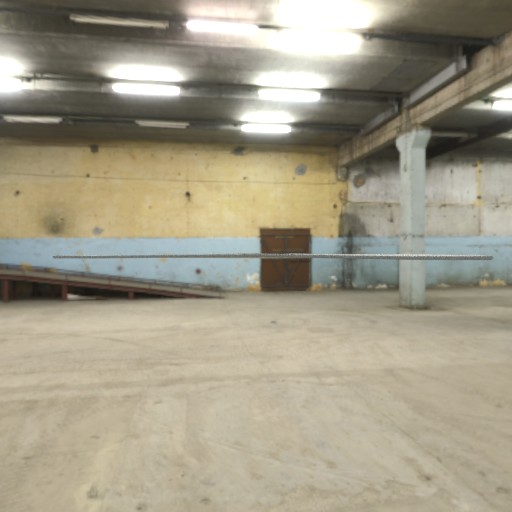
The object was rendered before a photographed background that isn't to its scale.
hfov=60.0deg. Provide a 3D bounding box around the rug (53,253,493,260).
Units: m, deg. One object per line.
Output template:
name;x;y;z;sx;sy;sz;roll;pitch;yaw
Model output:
rug;0.000;0.000;2.557;2.341;0.037;0.675;0;0;20
